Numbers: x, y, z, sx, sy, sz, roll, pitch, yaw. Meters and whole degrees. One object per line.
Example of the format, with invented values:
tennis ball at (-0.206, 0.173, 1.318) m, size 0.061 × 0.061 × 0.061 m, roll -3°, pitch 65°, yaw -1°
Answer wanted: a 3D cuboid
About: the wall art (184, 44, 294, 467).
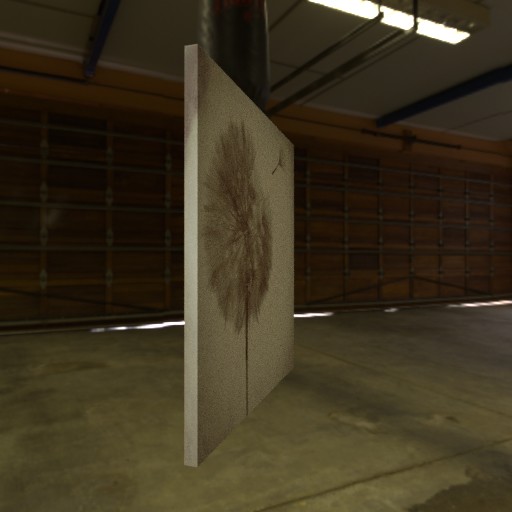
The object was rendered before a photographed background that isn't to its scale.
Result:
wall art at (0.000, 0.000, 1.163) m, size 0.027 × 0.762 × 0.762 m, roll 0°, pitch 0°, yaw 18°
